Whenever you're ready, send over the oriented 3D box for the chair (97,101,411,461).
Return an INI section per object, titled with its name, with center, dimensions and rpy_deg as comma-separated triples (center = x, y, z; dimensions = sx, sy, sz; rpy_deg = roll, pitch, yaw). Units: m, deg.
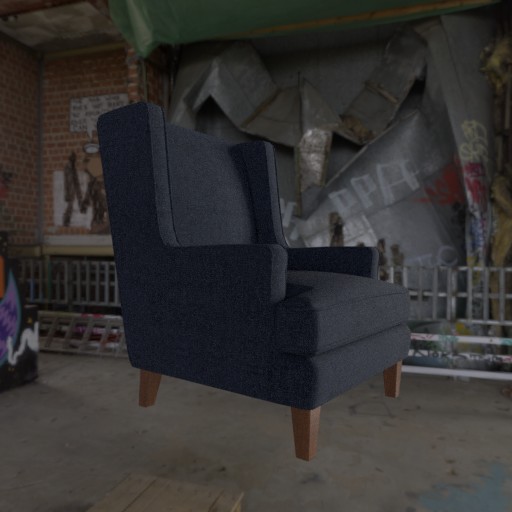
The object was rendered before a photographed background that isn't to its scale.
[chair]
center = 0.000, 0.000, 1.690
dimensions = 0.947, 1.072, 0.764
rpy_deg = 0, 1, 37
